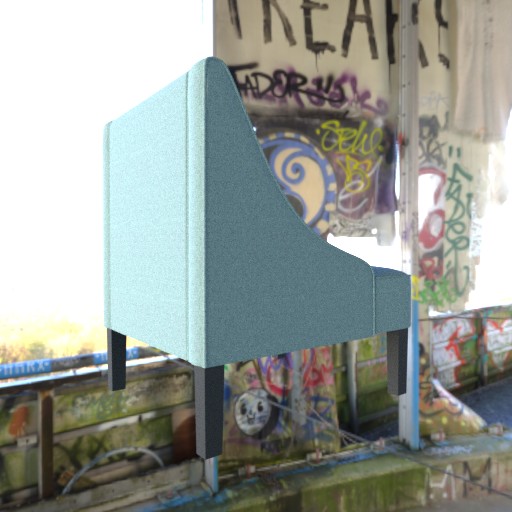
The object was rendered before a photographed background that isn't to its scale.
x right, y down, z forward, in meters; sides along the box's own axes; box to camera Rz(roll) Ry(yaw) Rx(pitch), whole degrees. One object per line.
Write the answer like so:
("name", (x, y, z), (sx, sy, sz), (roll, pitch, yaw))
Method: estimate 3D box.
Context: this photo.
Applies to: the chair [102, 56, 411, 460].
("chair", (0.000, 0.000, 1.859), (1.025, 1.133, 0.857), (-1, 1, -37))
